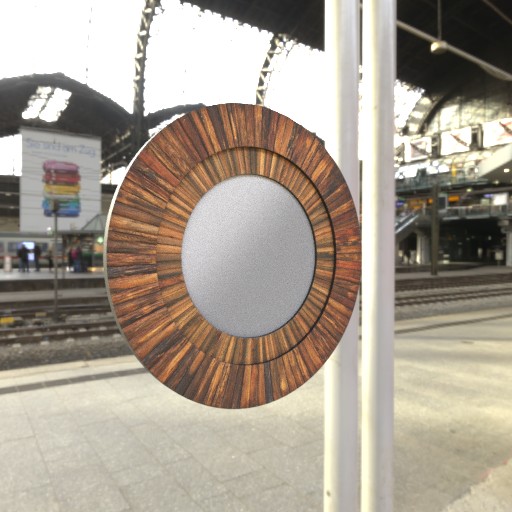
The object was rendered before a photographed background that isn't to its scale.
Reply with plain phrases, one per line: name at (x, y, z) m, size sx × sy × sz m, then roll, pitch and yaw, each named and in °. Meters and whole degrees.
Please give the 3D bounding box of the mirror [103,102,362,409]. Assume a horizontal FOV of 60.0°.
mirror at (0.000, 0.000, 1.601) m, size 1.077 × 1.077 × 0.036 m, roll 0°, pitch 0°, yaw -35°
